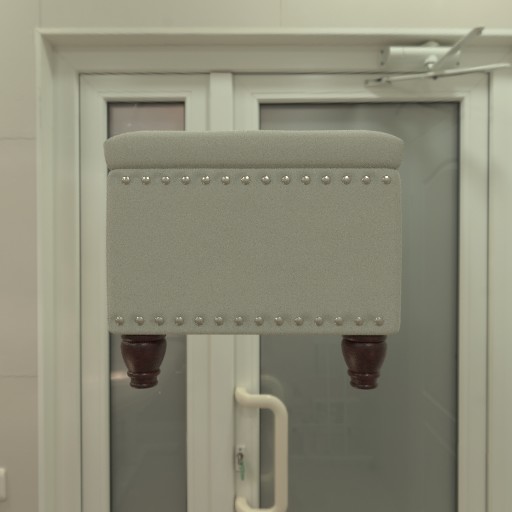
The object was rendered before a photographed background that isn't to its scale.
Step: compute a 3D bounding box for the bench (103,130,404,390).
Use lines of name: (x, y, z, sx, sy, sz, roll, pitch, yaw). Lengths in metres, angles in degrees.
bench: (0.000, 0.000, 1.172, 0.500, 0.449, 0.887, 0, 1, 1)
